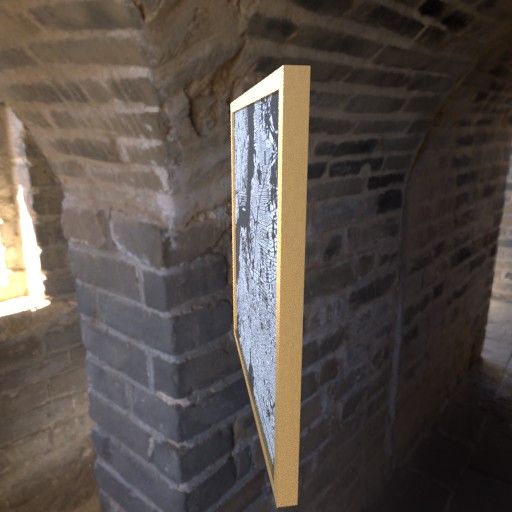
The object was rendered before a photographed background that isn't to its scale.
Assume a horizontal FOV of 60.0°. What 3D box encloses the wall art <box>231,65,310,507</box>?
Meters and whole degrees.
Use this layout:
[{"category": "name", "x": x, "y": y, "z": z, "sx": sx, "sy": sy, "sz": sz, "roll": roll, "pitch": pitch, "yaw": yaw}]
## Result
[{"category": "wall art", "x": 0.000, "y": 0.000, "z": 2.756, "sx": 0.099, "sy": 1.926, "sz": 1.926, "roll": -2, "pitch": 15, "yaw": -8}]
